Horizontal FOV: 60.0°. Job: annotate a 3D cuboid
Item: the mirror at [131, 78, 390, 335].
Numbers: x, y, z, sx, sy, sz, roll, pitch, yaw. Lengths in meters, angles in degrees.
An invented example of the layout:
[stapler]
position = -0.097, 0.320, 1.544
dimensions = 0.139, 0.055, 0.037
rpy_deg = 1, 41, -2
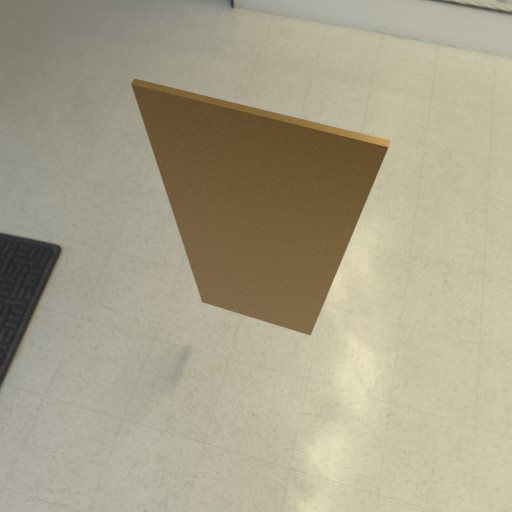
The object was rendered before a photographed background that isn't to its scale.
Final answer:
[mirror]
position = 0.000, 0.000, 2.255
dimensions = 0.812, 2.031, 0.025
rpy_deg = 16, 66, 8
